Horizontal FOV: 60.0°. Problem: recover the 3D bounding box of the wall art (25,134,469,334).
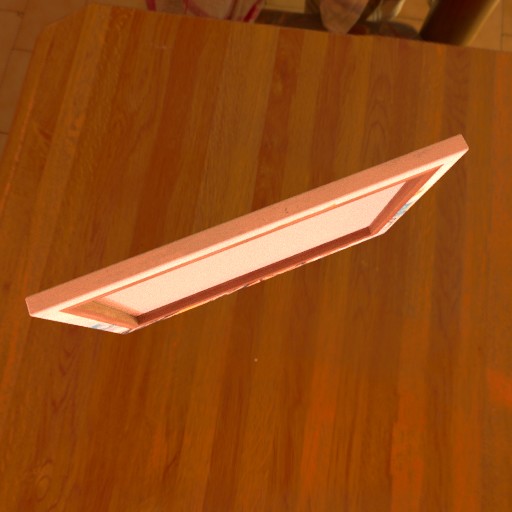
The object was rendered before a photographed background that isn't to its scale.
[{"bbox_3d":[0.000,0.000,1.155,0.913,0.609,0.038,-21,78,-5],"label":"wall art"}]
